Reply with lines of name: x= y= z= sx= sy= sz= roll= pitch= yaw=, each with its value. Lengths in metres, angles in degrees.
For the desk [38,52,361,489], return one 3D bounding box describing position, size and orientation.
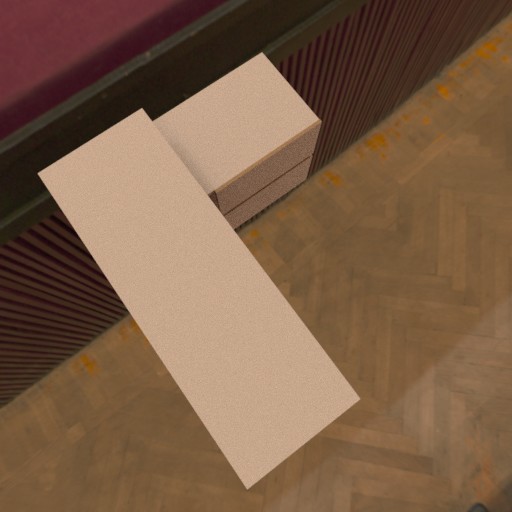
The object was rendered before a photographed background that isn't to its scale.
desk: x=0.000 y=0.000 z=2.048 sx=1.098 sy=0.755 sz=1.404 roll=-35 pitch=79 yaw=-8
